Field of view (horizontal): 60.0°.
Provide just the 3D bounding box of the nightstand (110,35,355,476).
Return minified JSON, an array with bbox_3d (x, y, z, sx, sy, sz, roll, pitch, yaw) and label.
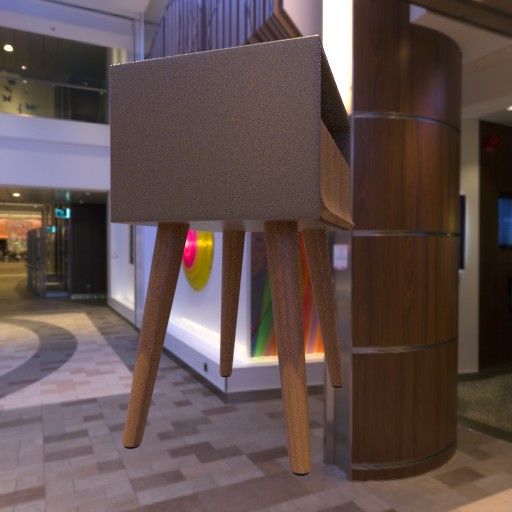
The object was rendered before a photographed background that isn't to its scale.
[{"bbox_3d":[0.000,0.000,0.721,0.288,0.508,0.370,0,1,18],"label":"nightstand"}]
